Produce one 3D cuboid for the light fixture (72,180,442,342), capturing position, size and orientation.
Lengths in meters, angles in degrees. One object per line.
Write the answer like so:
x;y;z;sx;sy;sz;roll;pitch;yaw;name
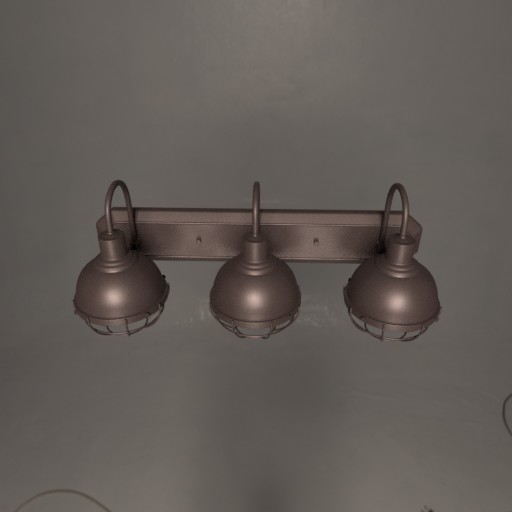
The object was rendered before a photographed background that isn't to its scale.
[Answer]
0.000;0.000;0.778;0.634;0.254;0.229;1;31;2;light fixture
